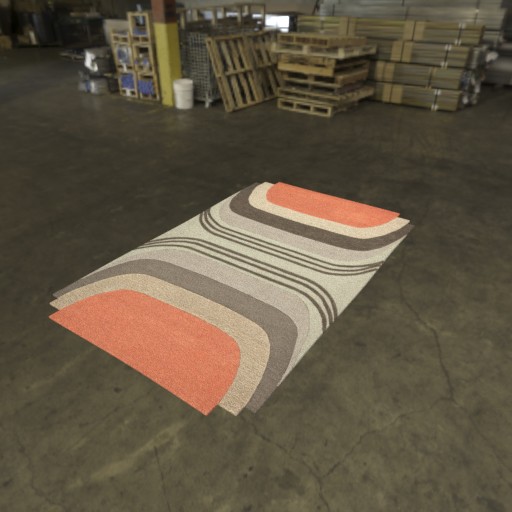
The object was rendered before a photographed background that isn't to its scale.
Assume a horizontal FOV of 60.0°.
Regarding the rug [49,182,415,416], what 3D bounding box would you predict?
[{"bbox_3d":[0.000,0.000,3.093,1.530,0.017,2.446,20,37,29],"label":"rug"}]
